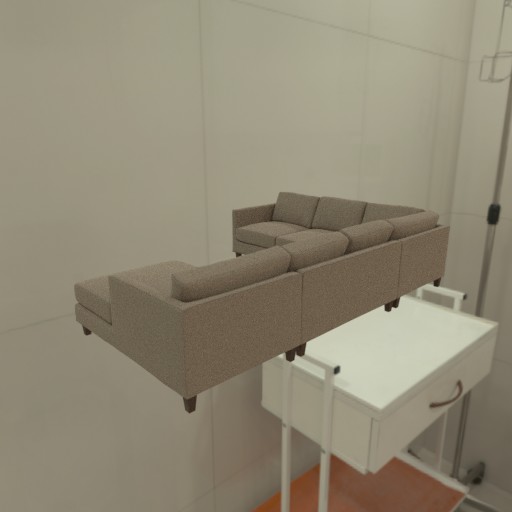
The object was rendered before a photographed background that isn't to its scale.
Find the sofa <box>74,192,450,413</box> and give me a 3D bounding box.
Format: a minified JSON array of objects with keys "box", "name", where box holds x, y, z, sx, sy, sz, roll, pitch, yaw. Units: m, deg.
[{"box":[0.000,0.000,4.489,3.438,0.865,2.424,-14,21,-42],"name":"sofa"}]
